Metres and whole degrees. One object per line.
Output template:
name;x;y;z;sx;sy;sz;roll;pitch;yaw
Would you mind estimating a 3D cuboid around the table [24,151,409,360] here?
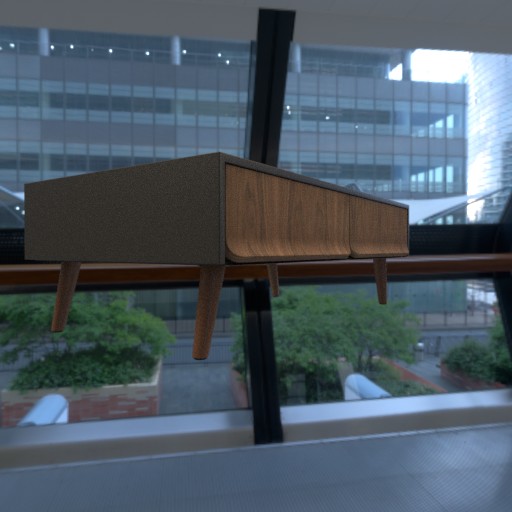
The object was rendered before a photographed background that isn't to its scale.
table;0.000;0.000;1.501;0.703;0.404;1.201;1;1;35
